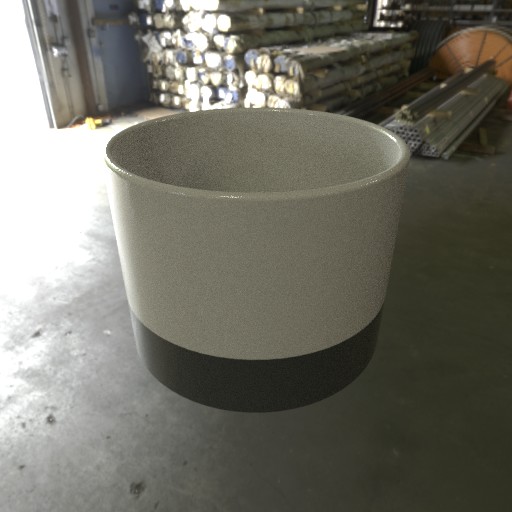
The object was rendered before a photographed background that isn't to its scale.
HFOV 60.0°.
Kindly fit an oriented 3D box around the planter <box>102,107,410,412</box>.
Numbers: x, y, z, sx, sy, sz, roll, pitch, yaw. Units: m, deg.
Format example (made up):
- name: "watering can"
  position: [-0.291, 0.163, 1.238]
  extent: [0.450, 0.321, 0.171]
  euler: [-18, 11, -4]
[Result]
- name: "planter"
  position: [0.000, 0.000, 0.332]
  extent: [0.193, 0.177, 0.193]
  euler: [0, 30, 0]
